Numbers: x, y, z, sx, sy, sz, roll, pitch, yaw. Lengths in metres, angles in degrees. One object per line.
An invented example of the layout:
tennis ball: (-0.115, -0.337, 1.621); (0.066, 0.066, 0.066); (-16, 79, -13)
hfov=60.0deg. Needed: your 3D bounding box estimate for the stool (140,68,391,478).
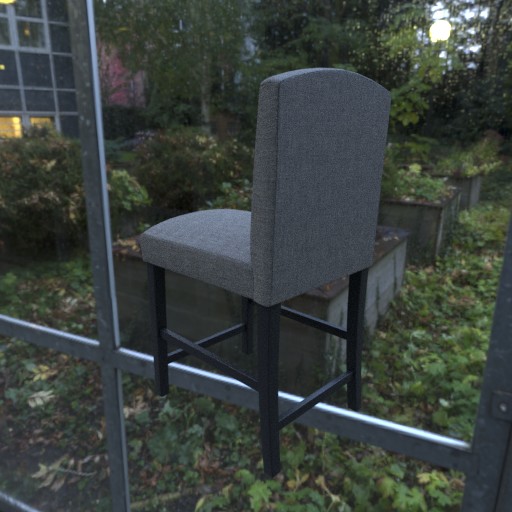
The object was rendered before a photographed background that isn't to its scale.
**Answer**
stool: (0.000, 0.000, 1.288); (0.552, 0.966, 0.451); (15, 22, 43)
